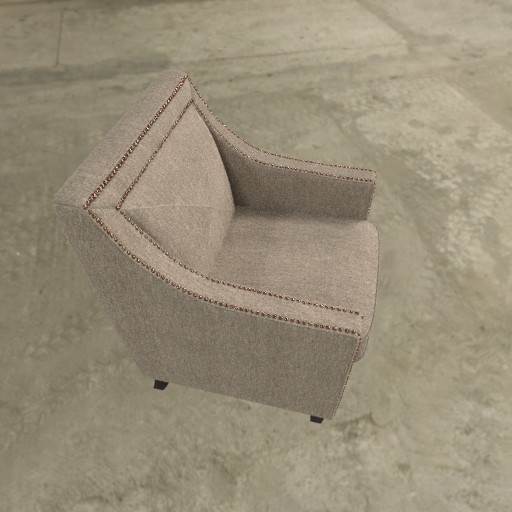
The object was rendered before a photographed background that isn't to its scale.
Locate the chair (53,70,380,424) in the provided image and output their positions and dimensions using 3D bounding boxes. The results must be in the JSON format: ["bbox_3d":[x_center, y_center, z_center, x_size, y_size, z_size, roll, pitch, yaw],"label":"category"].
[{"bbox_3d":[0.000,0.000,1.611,0.884,0.967,0.776,10,48,9],"label":"chair"}]
